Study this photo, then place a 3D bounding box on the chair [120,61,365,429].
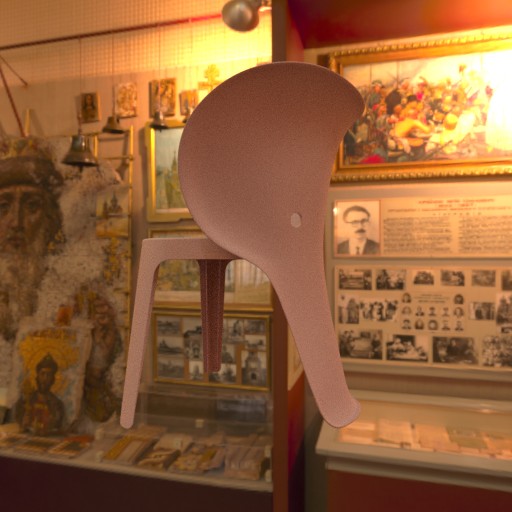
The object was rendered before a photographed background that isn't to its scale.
[{"bbox_3d":[0.000,0.000,0.841,0.402,0.554,0.451,0,0,17],"label":"chair"}]
